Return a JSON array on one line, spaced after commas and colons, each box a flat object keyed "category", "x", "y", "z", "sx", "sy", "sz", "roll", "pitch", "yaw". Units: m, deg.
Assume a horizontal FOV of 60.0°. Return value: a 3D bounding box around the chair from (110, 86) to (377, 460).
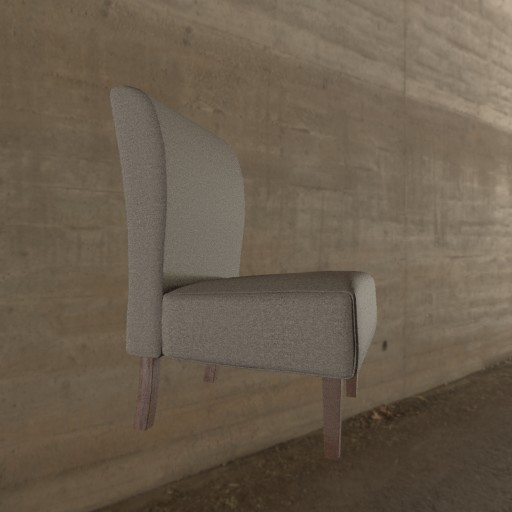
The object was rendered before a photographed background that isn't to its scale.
[{"category": "chair", "x": 0.000, "y": 0.000, "z": 1.154, "sx": 0.592, "sy": 0.804, "sz": 0.513, "roll": 0, "pitch": 1, "yaw": 18}]
